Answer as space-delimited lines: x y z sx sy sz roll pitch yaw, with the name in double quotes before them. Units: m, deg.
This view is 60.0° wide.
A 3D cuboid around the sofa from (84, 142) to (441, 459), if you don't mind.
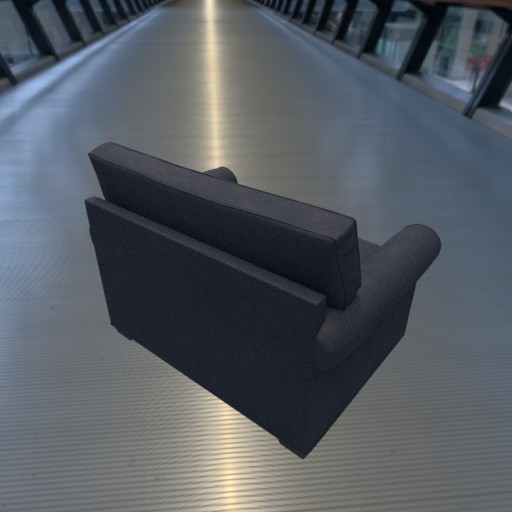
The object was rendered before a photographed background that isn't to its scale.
"sofa" 0.000 0.000 2.100 1.405 1.004 0.938 23 38 33
